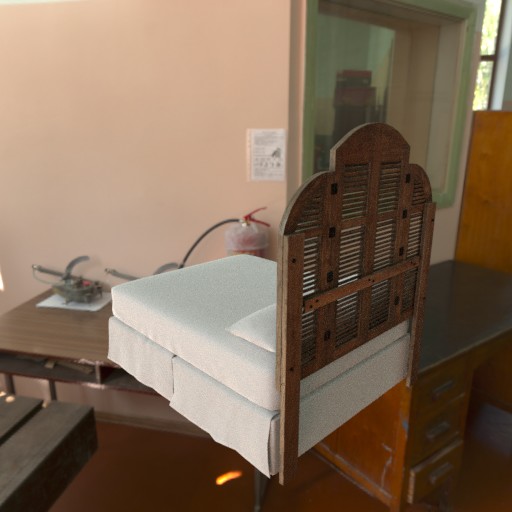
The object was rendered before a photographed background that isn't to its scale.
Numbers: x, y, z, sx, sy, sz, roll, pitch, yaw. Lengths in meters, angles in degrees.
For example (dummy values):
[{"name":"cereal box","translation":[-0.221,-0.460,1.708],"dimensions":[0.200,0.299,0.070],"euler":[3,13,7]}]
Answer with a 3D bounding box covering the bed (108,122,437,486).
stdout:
[{"name":"bed","translation":[0.000,0.000,3.550],"dimensions":[1.713,2.019,2.138],"euler":[-15,21,-42]}]
